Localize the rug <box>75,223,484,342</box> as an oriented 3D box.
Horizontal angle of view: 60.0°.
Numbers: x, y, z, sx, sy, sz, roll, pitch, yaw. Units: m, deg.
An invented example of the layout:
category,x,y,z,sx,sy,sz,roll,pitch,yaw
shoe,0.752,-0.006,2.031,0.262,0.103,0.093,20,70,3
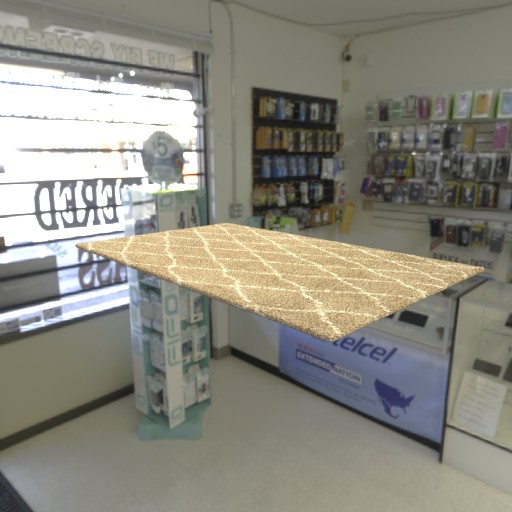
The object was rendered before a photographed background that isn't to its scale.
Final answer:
category,x,y,z,sx,sy,sz,roll,pitch,yaw
rug,0.000,0.000,3.044,1.524,0.030,2.438,-12,18,-42
